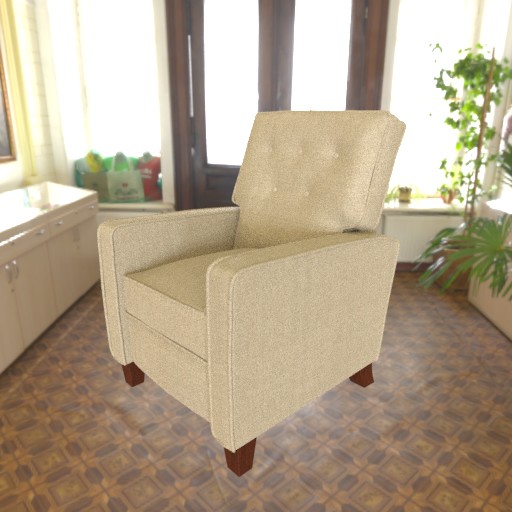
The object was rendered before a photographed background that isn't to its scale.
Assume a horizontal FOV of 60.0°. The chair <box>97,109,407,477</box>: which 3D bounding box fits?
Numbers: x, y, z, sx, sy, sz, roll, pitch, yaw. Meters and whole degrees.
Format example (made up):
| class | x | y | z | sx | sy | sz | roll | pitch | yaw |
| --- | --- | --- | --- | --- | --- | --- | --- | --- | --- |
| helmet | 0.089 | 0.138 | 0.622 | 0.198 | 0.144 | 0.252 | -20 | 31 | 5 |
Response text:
| class | x | y | z | sx | sy | sz | roll | pitch | yaw |
| --- | --- | --- | --- | --- | --- | --- | --- | --- | --- |
| chair | 0.000 | 0.000 | 1.402 | 0.754 | 0.888 | 0.648 | -15 | 23 | -41 |
